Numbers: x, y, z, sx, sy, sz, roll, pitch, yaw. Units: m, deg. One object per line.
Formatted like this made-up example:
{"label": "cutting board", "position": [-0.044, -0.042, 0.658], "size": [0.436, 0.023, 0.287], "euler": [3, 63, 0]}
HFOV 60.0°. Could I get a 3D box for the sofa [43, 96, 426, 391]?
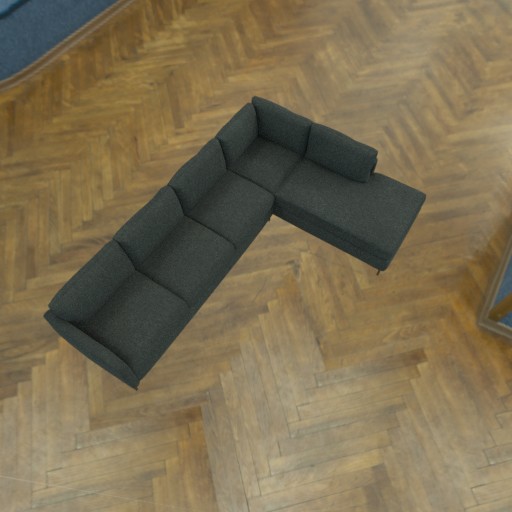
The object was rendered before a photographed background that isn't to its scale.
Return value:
{"label": "sofa", "position": [0.000, 0.000, 3.876], "size": [2.007, 0.815, 2.949], "euler": [30, 64, 17]}
